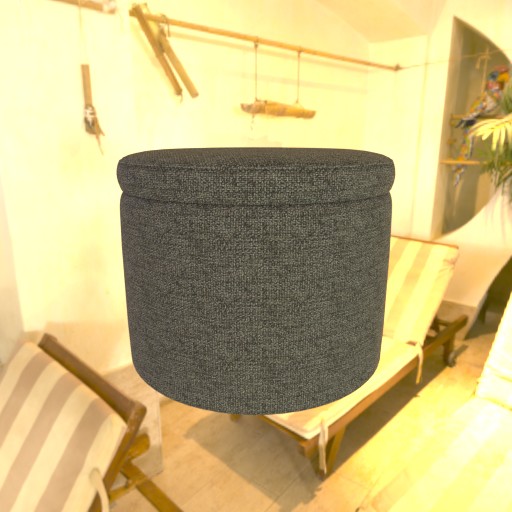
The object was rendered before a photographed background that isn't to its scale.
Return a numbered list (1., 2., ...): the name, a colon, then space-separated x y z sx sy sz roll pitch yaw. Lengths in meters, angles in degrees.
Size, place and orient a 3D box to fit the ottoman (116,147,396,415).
1. ottoman: 0.000 0.000 0.904 0.520 0.430 0.520 0 15 0
